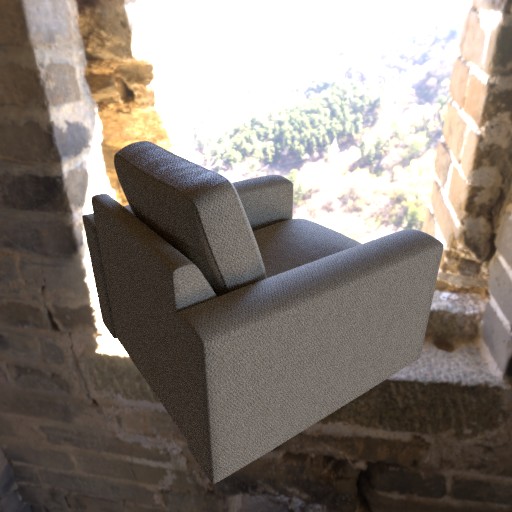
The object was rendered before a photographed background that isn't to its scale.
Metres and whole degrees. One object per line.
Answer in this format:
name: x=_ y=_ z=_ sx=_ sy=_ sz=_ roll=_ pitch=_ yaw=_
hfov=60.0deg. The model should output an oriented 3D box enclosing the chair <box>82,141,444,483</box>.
chair: x=0.000 y=0.000 z=1.734 sx=1.016 sy=0.873 sz=1.005 roll=-18 pitch=33 yaw=-31
